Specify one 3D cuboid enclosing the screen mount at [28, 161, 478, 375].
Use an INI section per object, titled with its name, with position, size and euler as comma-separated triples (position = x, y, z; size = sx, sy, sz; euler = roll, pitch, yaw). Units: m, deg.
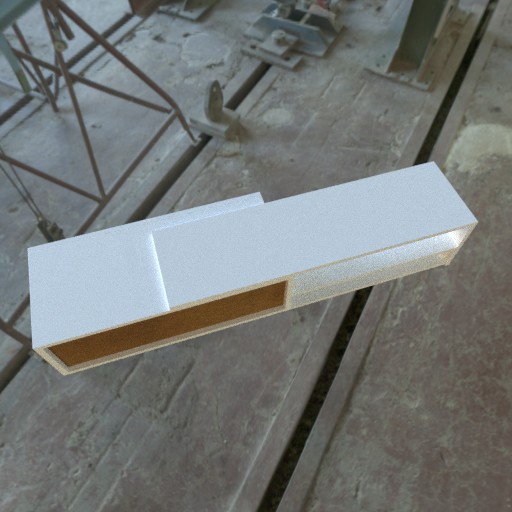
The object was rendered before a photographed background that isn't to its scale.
[screen mount]
position = 0.000, 0.000, 1.826
size = 1.680, 0.320, 0.420
euler = -15, 59, -9
